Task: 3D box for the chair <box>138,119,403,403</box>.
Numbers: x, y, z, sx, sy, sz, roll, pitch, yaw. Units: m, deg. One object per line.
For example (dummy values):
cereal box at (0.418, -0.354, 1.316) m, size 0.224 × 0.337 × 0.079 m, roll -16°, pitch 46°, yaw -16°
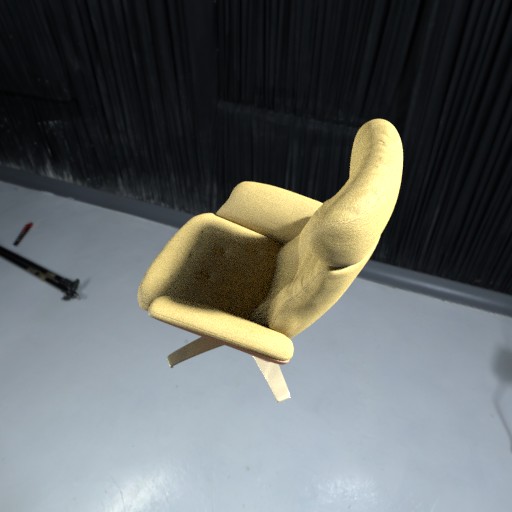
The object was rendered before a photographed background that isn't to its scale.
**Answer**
chair at (0.000, 0.000, 1.602) m, size 0.837 × 0.995 × 0.785 m, roll 16°, pitch 47°, yaw 15°
